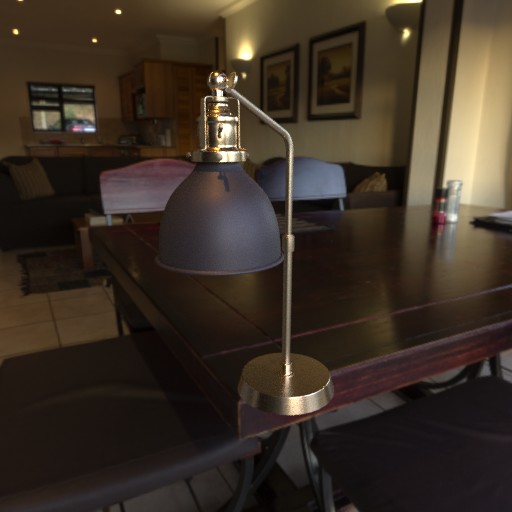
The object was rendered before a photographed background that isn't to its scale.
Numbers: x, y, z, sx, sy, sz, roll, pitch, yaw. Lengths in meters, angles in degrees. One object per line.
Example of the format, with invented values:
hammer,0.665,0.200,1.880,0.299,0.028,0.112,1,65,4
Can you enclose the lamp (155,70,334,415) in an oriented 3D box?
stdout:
lamp,0.000,0.000,0.603,0.160,0.456,0.291,13,19,41
